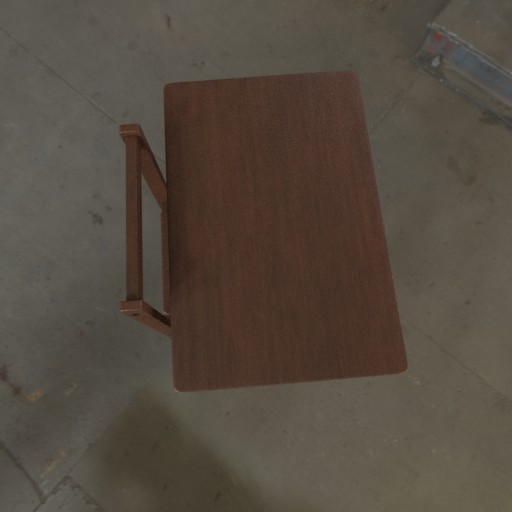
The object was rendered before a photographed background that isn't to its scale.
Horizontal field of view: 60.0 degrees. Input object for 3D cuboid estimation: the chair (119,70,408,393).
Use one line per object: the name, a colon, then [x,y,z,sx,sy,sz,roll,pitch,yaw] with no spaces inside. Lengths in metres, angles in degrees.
chair: [0.000,0.000,1.073,0.463,0.673,0.599,-5,74,-1]
